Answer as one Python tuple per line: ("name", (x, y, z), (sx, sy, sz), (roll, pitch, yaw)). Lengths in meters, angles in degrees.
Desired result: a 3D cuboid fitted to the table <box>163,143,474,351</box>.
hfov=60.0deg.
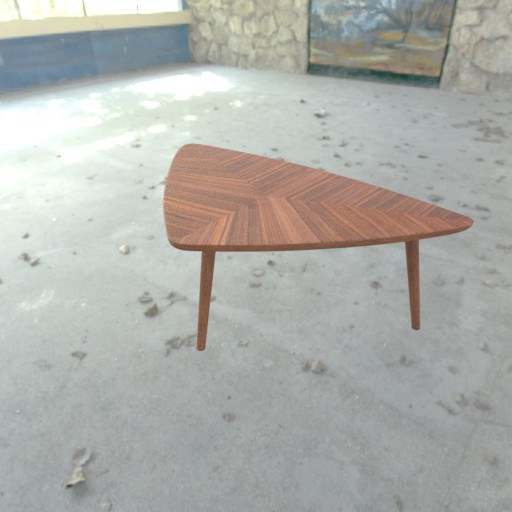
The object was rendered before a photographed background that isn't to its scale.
("table", (0.000, 0.000, 1.298), (1.008, 0.365, 0.601), (23, 38, 32))
